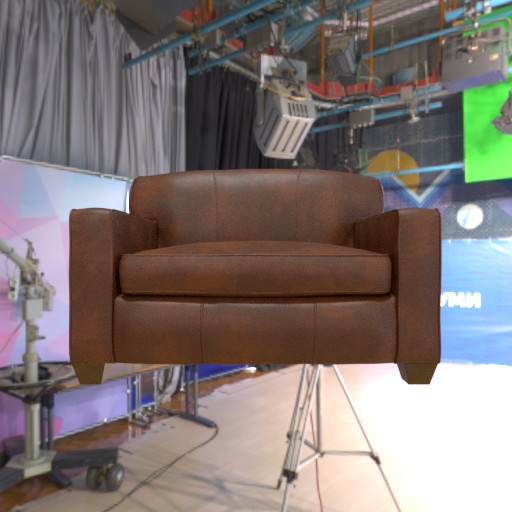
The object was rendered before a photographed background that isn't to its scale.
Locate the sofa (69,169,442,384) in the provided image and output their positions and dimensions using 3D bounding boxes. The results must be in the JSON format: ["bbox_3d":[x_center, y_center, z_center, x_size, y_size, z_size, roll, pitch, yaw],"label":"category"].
[{"bbox_3d":[0.000,0.000,2.074,1.413,0.956,1.000,0,0,0],"label":"sofa"}]
